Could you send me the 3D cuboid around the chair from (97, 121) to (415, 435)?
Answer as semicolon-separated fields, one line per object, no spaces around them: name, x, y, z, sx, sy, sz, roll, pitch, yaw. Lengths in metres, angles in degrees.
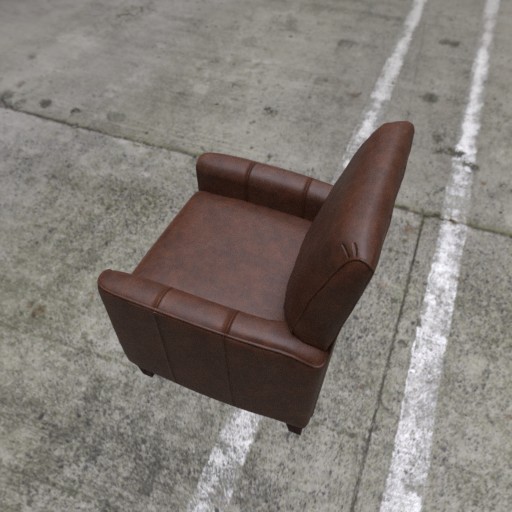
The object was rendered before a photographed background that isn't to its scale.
chair;0.000;0.000;1.640;0.850;1.010;0.839;16;49;15
